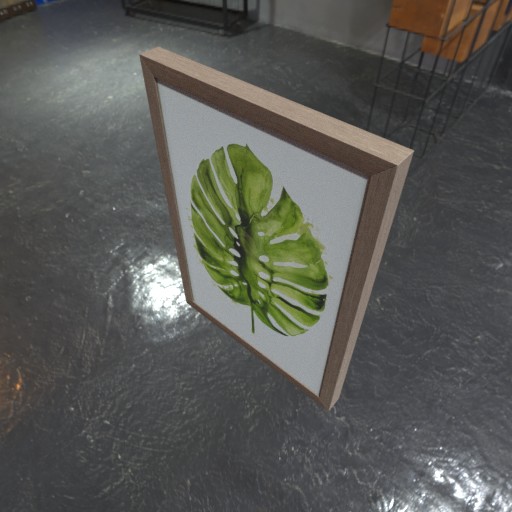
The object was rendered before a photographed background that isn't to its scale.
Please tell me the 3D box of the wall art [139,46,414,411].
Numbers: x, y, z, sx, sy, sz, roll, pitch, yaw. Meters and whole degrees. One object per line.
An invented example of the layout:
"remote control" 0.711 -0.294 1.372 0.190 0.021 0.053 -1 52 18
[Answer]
"wall art" 0.000 0.000 0.666 0.358 0.510 0.032 32 55 27
